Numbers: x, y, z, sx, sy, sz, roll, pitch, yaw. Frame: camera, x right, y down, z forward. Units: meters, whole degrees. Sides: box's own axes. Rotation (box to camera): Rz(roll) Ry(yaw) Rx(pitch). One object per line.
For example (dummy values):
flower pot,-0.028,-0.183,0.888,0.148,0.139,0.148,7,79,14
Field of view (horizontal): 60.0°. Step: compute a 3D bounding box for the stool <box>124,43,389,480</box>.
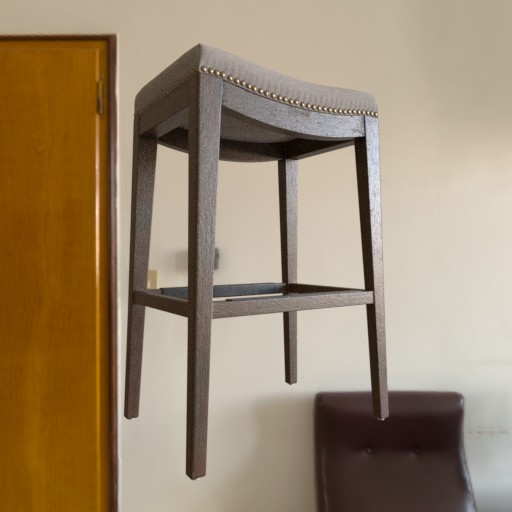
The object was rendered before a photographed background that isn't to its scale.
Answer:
stool,0.000,0.000,1.033,0.508,0.762,0.356,0,1,-35
